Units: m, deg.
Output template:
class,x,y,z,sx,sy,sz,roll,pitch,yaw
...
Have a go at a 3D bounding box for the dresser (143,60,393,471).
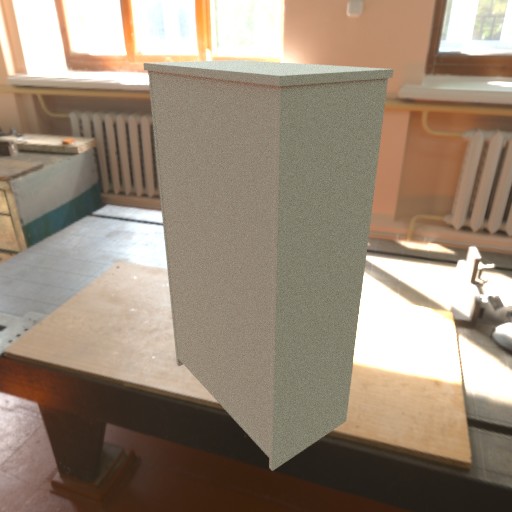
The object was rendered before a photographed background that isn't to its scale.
class,x,y,z,sx,sy,sz,roll,pitch,yaw
dresser,0.000,0.000,1.588,0.399,1.255,0.704,-18,32,-33
